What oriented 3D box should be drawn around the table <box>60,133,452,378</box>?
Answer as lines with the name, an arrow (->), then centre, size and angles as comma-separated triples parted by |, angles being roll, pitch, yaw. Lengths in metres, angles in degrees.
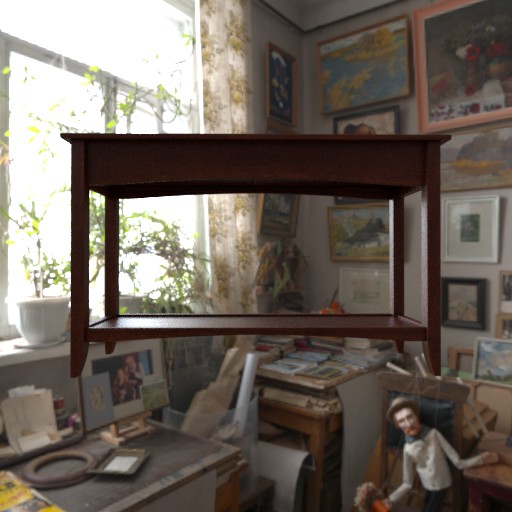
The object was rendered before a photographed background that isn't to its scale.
table -> 0.000, 0.000, 1.535 | 1.188, 0.739, 0.392 | 0, 0, -1
